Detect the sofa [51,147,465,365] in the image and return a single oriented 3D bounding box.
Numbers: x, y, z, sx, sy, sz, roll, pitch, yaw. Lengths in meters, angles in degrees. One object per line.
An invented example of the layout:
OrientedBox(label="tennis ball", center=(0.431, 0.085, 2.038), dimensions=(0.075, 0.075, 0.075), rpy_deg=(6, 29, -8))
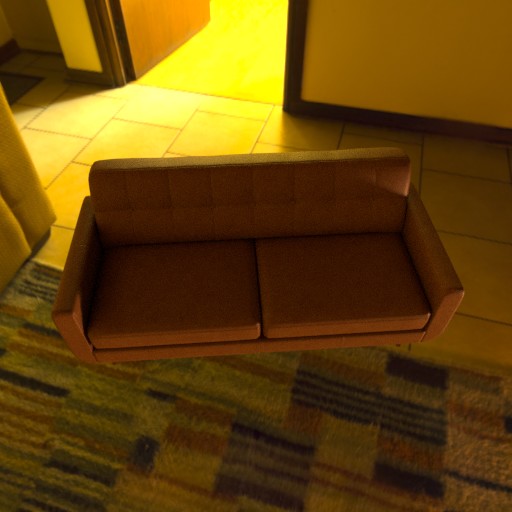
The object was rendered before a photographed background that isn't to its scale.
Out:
OrientedBox(label="sofa", center=(0.000, 0.000, 2.687), dimensions=(2.137, 0.892, 0.980), rpy_deg=(-3, 48, -3))
